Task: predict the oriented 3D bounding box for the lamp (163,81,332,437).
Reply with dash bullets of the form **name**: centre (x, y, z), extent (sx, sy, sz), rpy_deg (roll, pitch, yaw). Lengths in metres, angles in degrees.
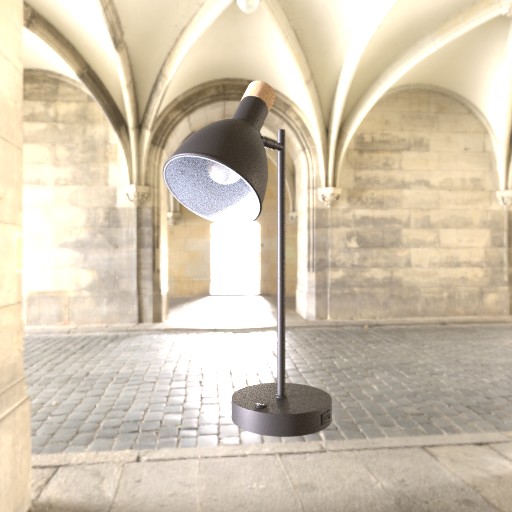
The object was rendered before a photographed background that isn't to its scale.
- **lamp**: centre (0.000, 0.000, 0.612), extent (0.152, 0.483, 0.287), rpy_deg (0, 0, 36)
